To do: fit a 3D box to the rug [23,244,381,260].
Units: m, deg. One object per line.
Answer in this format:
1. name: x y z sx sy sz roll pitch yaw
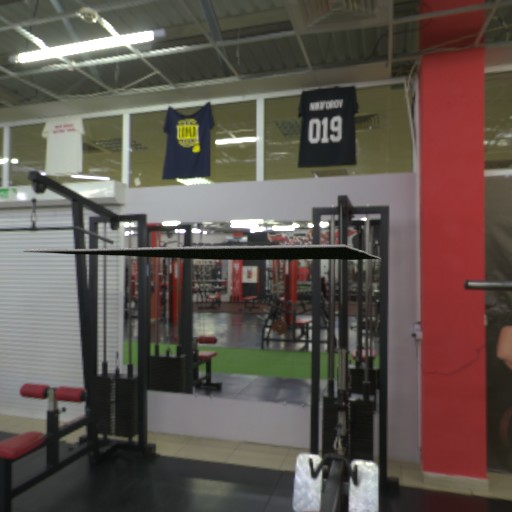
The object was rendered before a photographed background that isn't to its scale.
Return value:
1. rug: 0.000 0.000 3.025 1.531 0.023 2.444 -1 -2 19
